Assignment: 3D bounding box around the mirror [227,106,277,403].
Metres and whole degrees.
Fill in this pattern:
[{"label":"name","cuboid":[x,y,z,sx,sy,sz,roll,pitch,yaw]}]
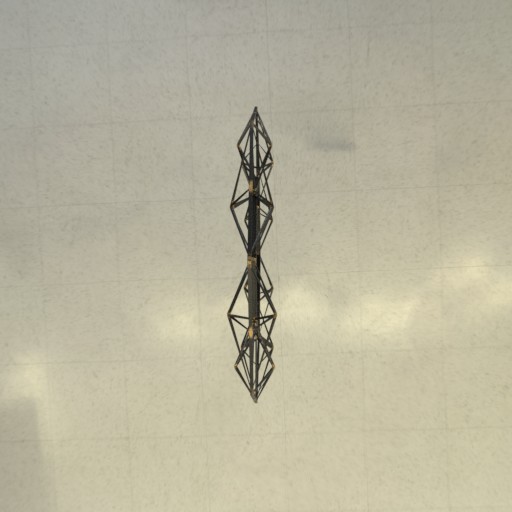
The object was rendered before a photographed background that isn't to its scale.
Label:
[{"label":"mirror","cuboid":[0.000,0.000,1.061,0.094,0.710,0.710,0,91,2]}]
